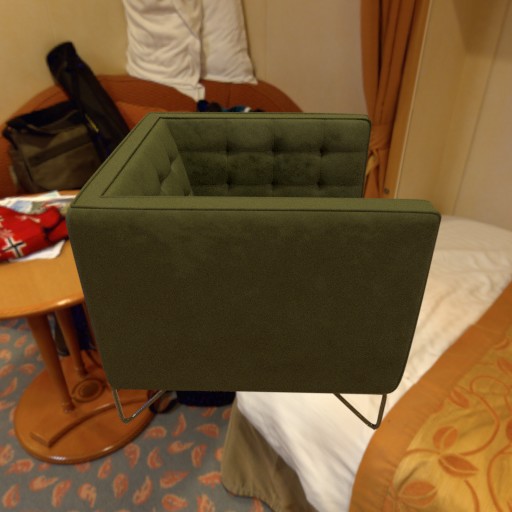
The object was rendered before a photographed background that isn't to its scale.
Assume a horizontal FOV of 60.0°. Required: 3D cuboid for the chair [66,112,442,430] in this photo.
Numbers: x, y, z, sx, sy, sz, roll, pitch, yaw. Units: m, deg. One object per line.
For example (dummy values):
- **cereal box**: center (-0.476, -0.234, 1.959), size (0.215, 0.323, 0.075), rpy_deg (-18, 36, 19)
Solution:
- **chair**: center (0.000, 0.000, 1.567), size (0.894, 0.790, 0.880), rpy_deg (0, 32, 1)
